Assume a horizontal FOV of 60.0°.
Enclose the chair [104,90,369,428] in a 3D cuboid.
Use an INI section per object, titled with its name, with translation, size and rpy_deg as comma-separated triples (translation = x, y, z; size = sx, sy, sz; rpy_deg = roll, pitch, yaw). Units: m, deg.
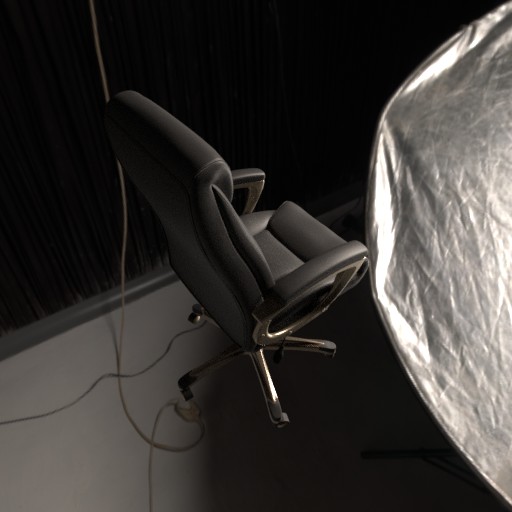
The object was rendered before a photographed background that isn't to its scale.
[chair]
translation = 0.000, 0.000, 1.579
size = 0.748, 1.188, 0.694
rpy_deg = -26, 48, -26
